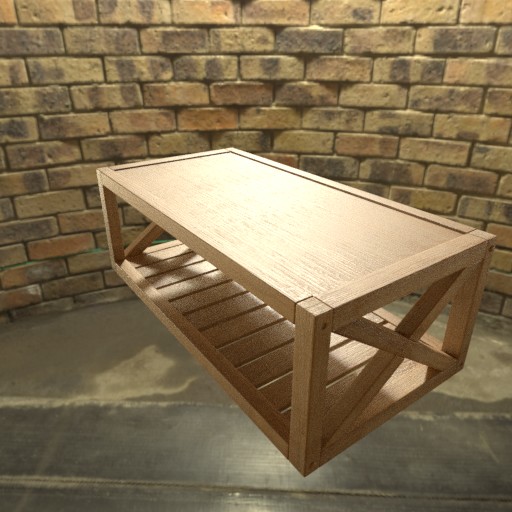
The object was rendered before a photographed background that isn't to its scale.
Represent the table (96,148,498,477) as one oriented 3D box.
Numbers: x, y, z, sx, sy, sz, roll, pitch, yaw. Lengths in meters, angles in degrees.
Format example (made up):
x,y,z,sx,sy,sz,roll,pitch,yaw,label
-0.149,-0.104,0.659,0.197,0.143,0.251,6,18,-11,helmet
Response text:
x,y,z,sx,sy,sz,roll,pitch,yaw,label
0.000,0.000,1.592,0.660,0.457,1.321,-18,31,-32,table
